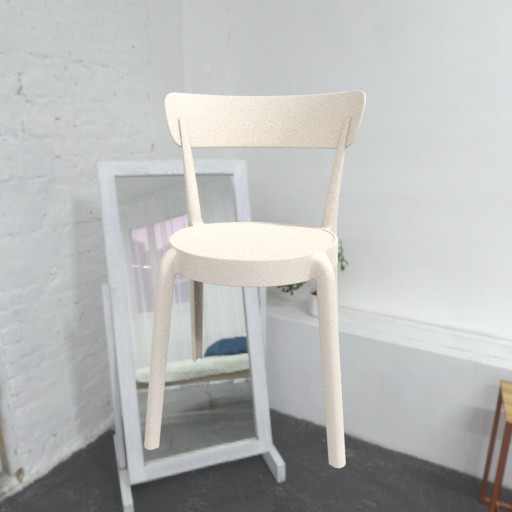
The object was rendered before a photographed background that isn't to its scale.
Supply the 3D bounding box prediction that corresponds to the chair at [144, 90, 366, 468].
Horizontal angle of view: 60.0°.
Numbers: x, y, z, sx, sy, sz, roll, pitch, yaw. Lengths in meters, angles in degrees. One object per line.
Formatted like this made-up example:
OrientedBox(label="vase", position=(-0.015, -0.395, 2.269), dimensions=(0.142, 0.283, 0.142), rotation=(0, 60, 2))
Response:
OrientedBox(label="chair", position=(0.000, 0.000, 1.096), dimensions=(0.506, 0.790, 0.491), rotation=(2, 16, 7))
